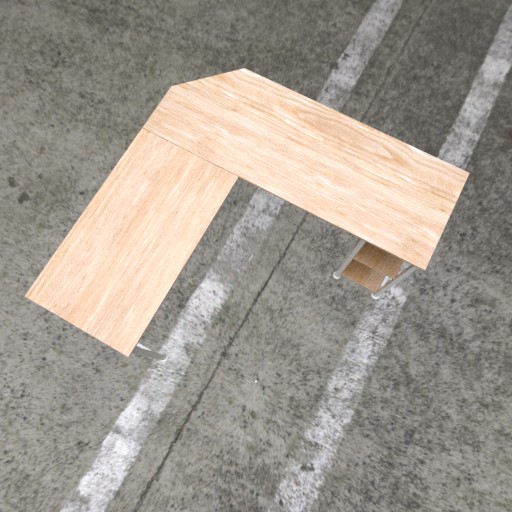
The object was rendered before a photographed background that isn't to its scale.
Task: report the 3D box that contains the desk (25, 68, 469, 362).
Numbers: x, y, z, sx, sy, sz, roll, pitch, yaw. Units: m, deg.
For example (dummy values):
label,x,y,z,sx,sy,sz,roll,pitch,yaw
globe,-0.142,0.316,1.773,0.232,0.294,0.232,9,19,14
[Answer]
label,x,y,z,sx,sy,sz,roll,pitch,yaw
desk,0.000,0.000,2.223,1.379,0.739,1.379,28,76,8
